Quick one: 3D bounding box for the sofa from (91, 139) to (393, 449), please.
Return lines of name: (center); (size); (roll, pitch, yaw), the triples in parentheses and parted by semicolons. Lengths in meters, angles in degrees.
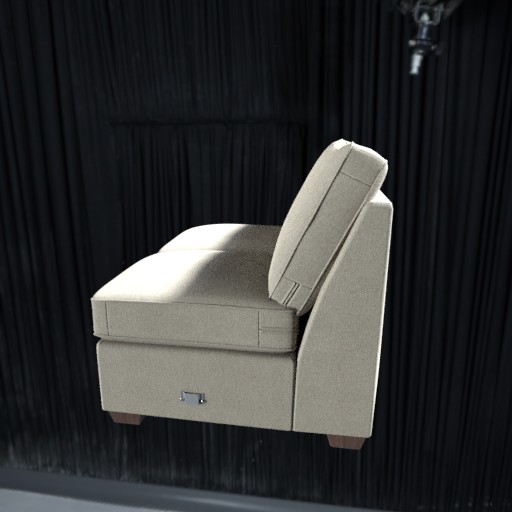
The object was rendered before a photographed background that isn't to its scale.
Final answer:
sofa: (0.000, 0.000, 1.983); (0.978, 1.006, 1.232); (2, 15, 9)
